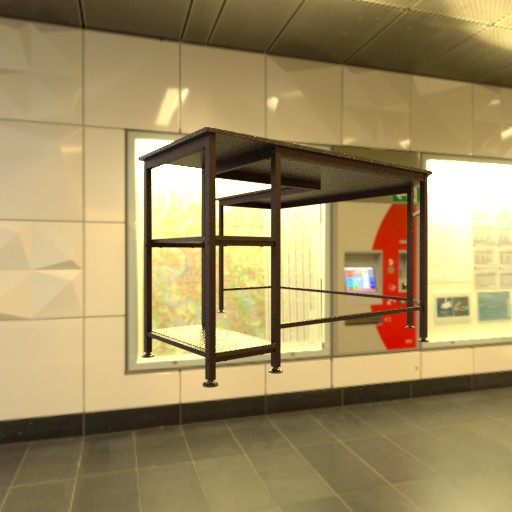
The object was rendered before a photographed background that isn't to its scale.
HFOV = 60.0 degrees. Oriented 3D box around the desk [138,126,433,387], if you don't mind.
[{"bbox_3d":[0.000,0.000,2.210,1.379,0.739,1.379,0,0,-37],"label":"desk"}]
